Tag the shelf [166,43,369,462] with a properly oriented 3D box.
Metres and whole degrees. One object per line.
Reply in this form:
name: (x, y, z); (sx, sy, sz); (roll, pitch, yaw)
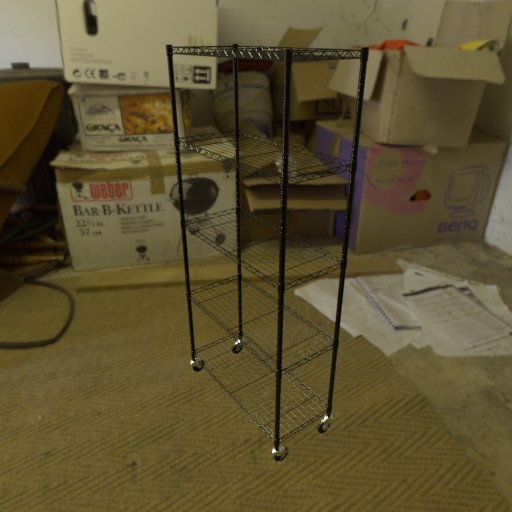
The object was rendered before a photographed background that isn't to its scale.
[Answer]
shelf: (0.000, 0.000, 1.918); (0.356, 1.645, 0.762); (-18, 32, -32)
